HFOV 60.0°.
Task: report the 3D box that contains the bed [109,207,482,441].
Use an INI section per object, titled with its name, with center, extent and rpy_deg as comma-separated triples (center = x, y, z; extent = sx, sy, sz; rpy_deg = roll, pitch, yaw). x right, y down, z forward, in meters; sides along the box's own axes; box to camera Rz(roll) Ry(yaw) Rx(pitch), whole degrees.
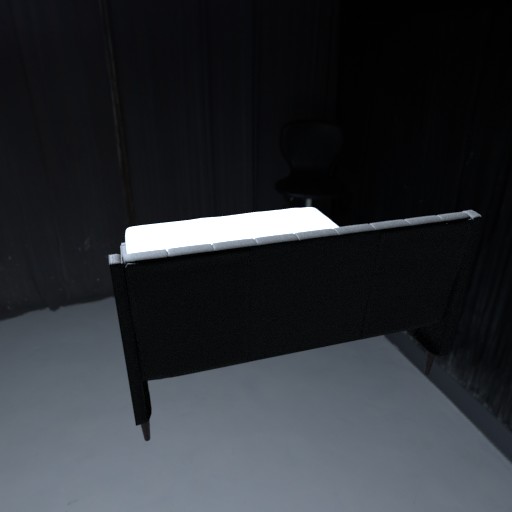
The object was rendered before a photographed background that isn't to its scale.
[bed]
center = 0.000, 0.000, 2.587
extent = 1.531, 0.933, 1.638
rpy_deg = -8, 27, -15
